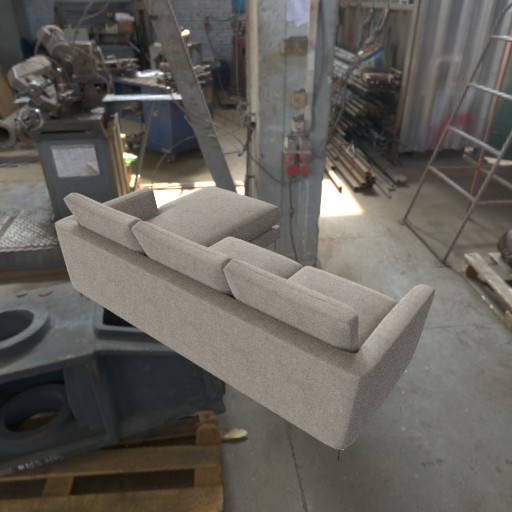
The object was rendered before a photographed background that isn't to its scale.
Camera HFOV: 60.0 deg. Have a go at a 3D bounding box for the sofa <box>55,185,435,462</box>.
[{"bbox_3d":[0.000,0.000,3.130,2.438,0.864,1.626,22,37,32],"label":"sofa"}]
